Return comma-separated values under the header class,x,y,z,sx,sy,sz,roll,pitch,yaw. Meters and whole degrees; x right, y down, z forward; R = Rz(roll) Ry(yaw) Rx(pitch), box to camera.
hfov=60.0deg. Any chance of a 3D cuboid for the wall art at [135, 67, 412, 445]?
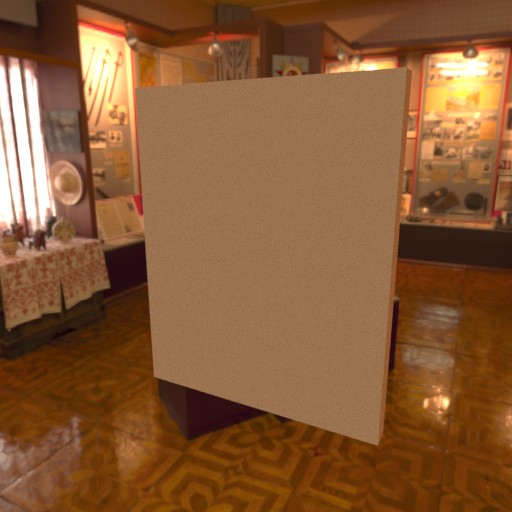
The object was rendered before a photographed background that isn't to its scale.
class,x,y,z,sx,sy,sz,roll,pitch,yaw
wall art,0.000,0.000,0.745,0.451,0.553,0.039,7,16,27
